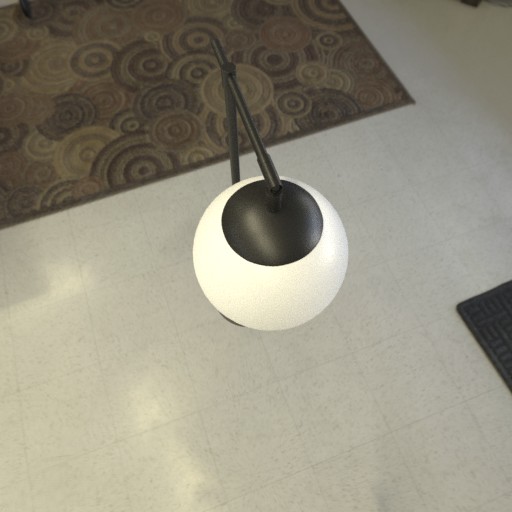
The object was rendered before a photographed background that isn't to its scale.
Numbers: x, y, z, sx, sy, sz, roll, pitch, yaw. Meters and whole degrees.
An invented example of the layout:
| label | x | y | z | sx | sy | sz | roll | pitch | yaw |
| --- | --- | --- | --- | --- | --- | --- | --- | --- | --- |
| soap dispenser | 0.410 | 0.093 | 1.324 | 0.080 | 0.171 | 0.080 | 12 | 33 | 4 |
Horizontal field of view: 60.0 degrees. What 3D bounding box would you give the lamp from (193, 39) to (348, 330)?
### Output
| label | x | y | z | sx | sy | sz | roll | pitch | yaw |
| --- | --- | --- | --- | --- | --- | --- | --- | --- | --- |
| lamp | 0.000 | 0.000 | 0.703 | 0.197 | 0.559 | 0.316 | -16 | 64 | -8 |
